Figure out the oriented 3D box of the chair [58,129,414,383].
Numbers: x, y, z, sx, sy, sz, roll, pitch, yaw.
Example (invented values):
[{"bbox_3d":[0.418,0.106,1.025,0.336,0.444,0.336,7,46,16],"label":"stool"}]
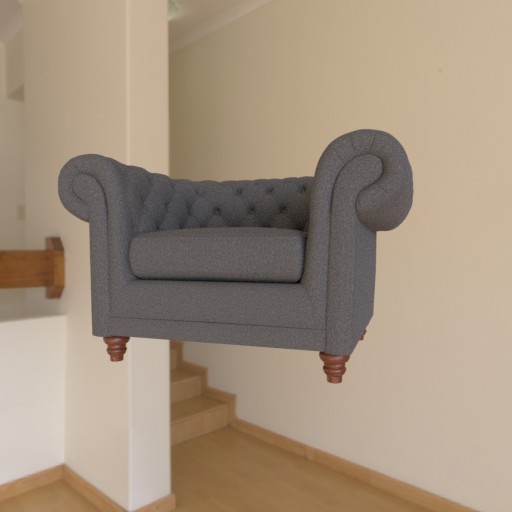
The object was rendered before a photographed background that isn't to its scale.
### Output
[{"bbox_3d":[0.000,0.000,1.900,1.270,0.770,0.976,0,1,19],"label":"chair"}]
